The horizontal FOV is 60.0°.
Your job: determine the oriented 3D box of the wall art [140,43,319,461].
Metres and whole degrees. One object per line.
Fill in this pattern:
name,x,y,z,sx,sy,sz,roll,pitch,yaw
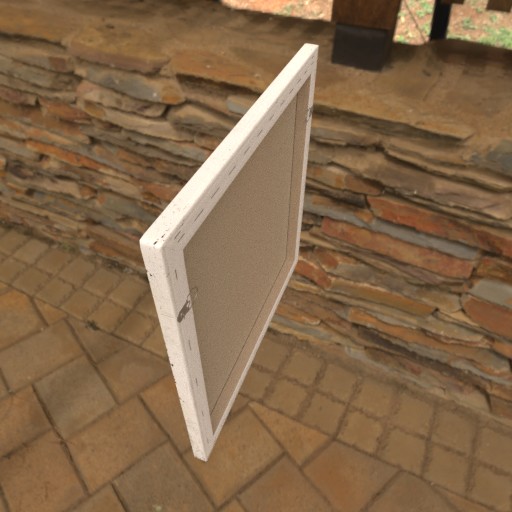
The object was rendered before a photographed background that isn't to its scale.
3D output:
wall art,0.000,0.000,1.104,0.038,0.762,0.762,16,47,15
